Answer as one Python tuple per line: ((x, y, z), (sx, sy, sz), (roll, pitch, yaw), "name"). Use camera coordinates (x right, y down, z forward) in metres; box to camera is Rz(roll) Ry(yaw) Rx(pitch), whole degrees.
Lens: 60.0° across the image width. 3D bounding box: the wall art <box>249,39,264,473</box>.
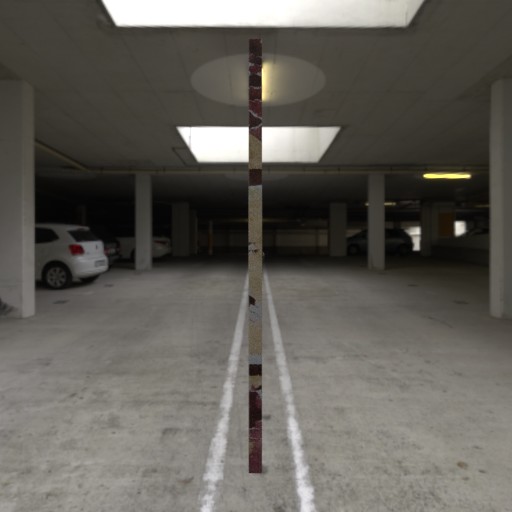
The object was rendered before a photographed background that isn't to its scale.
((0.000, 0.000, 1.155), (0.028, 0.762, 0.757), (0, 0, 0), "wall art")
